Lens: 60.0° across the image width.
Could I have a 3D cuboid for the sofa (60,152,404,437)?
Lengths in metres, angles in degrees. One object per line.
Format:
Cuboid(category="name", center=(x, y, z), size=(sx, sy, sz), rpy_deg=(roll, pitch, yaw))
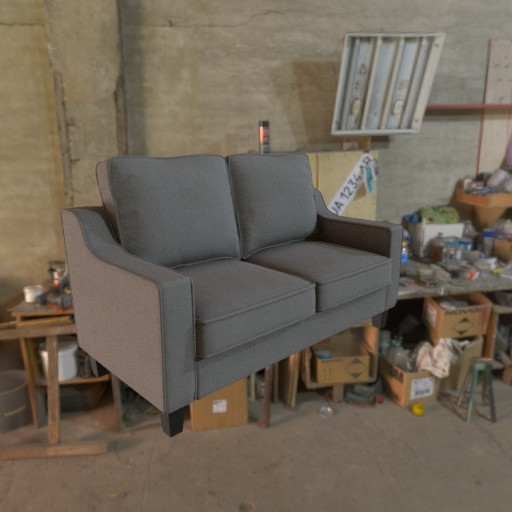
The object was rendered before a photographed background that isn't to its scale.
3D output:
Cuboid(category="sofa", center=(0.000, 0.000, 2.119), size=(1.500, 0.948, 0.791), rpy_deg=(-13, 19, -42))
